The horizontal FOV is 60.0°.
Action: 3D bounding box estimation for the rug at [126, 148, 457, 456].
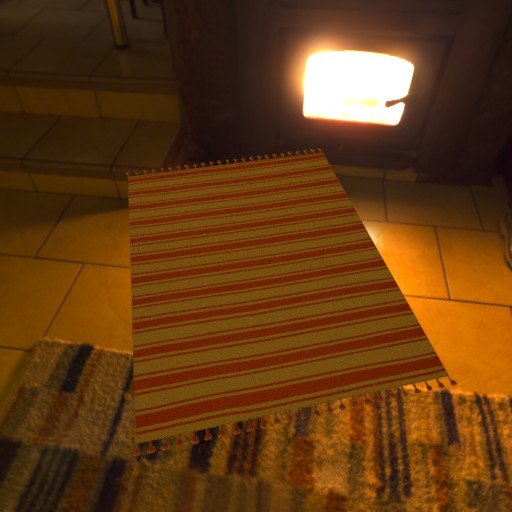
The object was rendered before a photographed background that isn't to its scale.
[{"bbox_3d":[0.000,0.000,4.356,2.451,0.035,3.369,-9,47,-8],"label":"rug"}]
